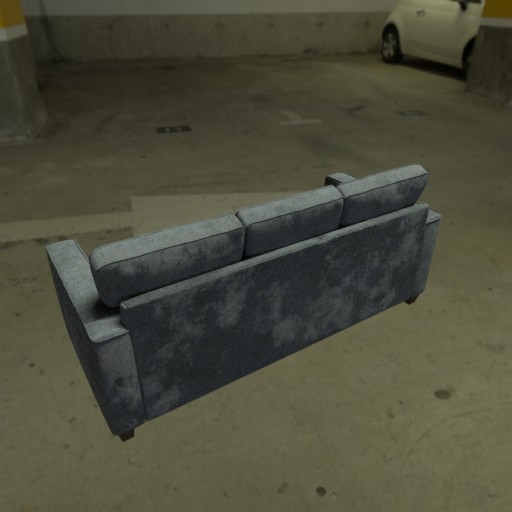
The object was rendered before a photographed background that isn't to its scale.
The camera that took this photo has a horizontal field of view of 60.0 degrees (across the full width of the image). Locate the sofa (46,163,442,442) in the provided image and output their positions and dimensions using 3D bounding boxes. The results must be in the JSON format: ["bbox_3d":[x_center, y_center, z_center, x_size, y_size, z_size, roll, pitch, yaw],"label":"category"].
[{"bbox_3d":[0.000,0.000,2.614,2.133,0.965,0.939,-18,35,-28],"label":"sofa"}]
